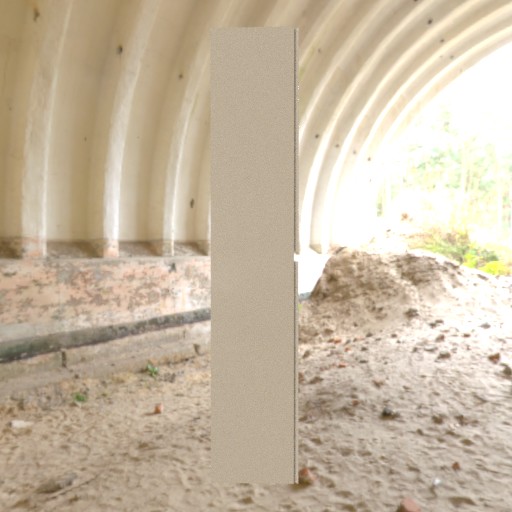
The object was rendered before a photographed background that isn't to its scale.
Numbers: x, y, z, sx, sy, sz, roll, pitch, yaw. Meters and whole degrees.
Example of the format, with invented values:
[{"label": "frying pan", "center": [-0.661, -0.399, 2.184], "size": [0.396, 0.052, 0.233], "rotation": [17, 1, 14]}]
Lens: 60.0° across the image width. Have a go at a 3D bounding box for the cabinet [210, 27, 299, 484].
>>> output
[{"label": "cabinet", "center": [0.000, 0.000, 1.511], "size": [0.270, 1.400, 0.300], "rotation": [0, 1, 2]}]
